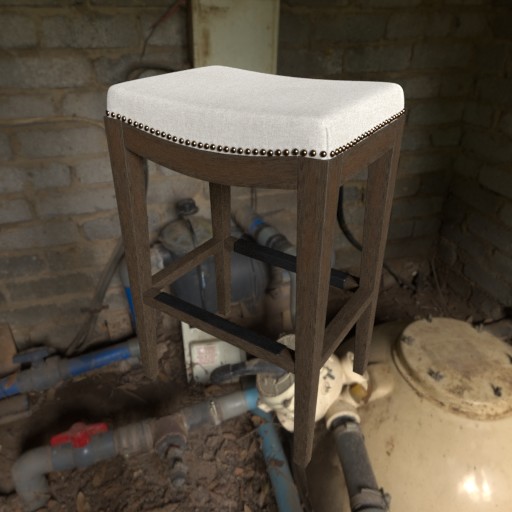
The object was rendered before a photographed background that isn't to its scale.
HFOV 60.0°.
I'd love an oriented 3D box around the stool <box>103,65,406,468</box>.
[{"bbox_3d":[0.000,0.000,1.028,0.498,0.759,0.358,19,36,29],"label":"stool"}]
